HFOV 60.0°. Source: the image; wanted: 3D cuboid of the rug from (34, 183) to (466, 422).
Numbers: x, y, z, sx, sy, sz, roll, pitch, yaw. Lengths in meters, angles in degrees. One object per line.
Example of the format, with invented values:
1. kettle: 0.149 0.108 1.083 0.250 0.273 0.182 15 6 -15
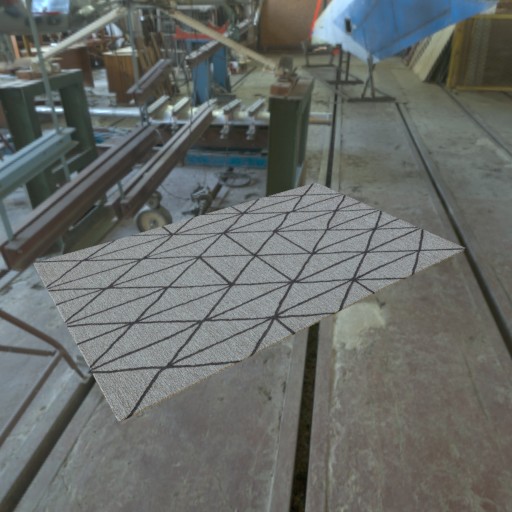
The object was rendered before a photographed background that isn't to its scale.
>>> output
1. rug: 0.000 0.000 2.961 2.465 0.008 1.526 -20 36 -30
